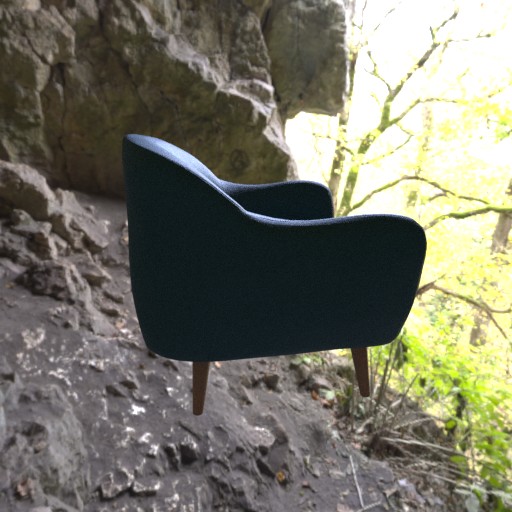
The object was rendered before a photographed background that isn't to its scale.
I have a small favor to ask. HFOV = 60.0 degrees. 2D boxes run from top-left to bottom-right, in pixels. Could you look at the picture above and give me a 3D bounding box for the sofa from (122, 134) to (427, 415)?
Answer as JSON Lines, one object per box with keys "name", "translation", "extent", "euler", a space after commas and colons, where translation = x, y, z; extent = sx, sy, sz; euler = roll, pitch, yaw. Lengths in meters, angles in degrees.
{"name": "sofa", "translation": [0.000, 0.000, 1.538], "extent": [0.825, 0.817, 0.836], "euler": [-3, 17, -10]}
